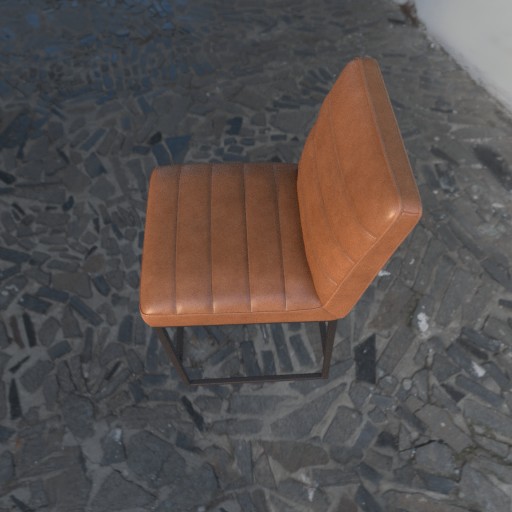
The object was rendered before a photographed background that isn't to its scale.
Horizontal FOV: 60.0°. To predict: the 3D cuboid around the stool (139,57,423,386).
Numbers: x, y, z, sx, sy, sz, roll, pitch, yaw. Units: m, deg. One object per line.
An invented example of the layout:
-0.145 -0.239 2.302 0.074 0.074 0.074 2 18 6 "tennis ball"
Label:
0.000 0.000 1.224 0.556 0.940 0.458 -3 59 -2 "stool"
